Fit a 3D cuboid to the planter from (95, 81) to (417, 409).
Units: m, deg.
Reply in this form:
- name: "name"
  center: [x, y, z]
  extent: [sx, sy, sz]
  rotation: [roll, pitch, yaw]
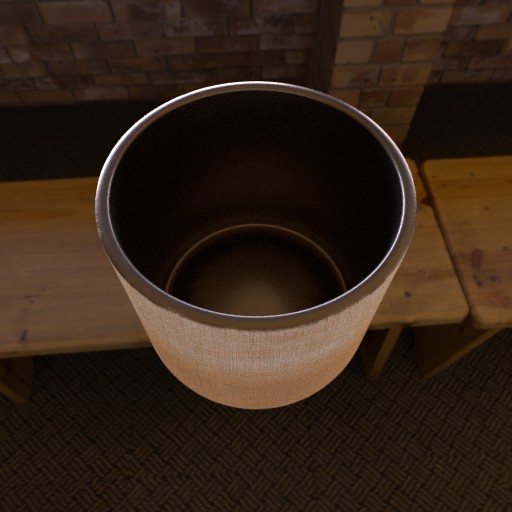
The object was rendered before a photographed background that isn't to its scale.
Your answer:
- name: "planter"
  center: [0.000, 0.000, 0.440]
  extent: [0.254, 0.221, 0.254]
  rotation: [0, 58, 0]
